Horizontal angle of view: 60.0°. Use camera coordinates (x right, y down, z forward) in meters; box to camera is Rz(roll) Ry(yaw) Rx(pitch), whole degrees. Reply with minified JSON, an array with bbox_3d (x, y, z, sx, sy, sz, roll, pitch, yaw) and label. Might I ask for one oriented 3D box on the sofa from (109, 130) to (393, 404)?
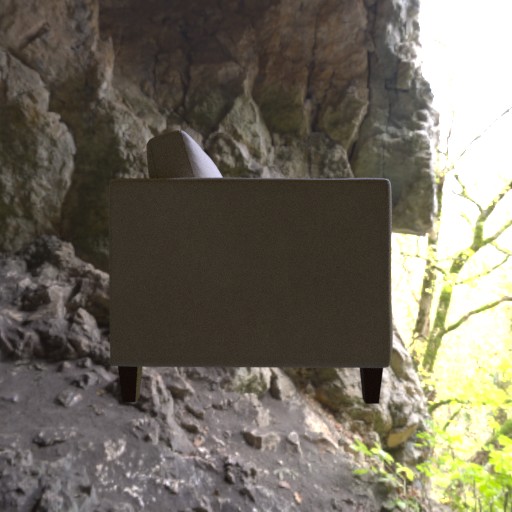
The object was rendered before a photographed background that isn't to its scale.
[{"bbox_3d":[0.000,0.000,2.323,0.950,0.940,1.846,0,1,1],"label":"sofa"}]
